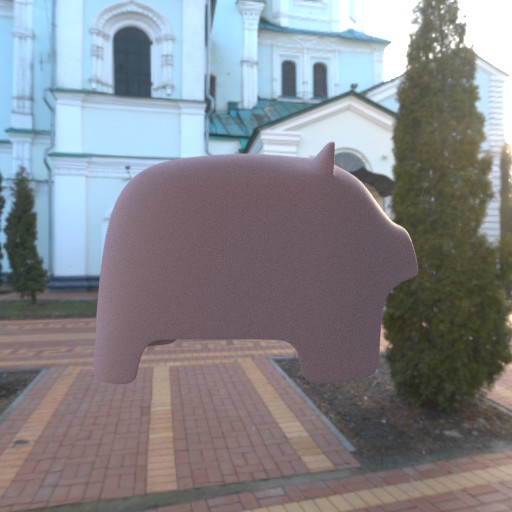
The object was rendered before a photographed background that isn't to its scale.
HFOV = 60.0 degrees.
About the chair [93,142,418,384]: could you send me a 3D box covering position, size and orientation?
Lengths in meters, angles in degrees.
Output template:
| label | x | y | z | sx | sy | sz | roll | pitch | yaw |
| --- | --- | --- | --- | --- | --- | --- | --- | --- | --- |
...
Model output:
| label | x | y | z | sx | sy | sz | roll | pitch | yaw |
| --- | --- | --- | --- | --- | --- | --- | --- | --- | --- |
| chair | 0.000 | 0.000 | 0.894 | 0.619 | 0.423 | 0.364 | 0 | 0 | 1 |
